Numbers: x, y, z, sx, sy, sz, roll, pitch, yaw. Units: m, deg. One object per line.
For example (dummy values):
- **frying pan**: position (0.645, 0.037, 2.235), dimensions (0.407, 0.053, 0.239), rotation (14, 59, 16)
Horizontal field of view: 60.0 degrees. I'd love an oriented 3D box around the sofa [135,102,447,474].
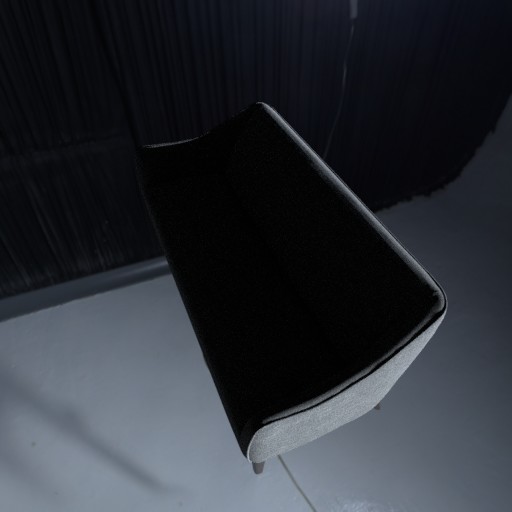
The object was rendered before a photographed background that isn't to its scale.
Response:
- **sofa**: position (0.000, 0.000, 2.346), dimensions (0.867, 0.829, 1.928), rotation (-16, 47, -16)
